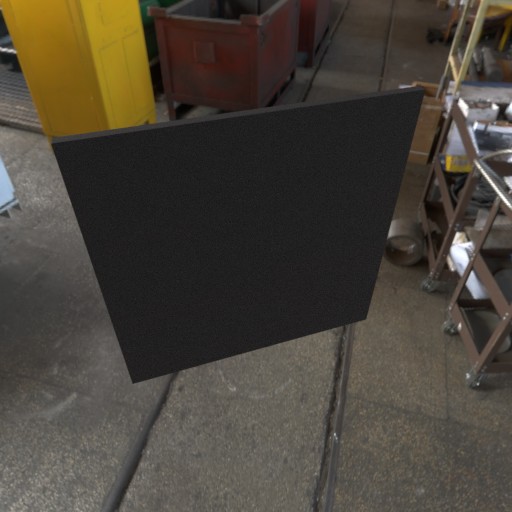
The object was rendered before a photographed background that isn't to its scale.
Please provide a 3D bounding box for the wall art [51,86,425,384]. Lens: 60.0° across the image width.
[{"bbox_3d":[0.000,0.000,0.675,0.456,0.458,0.013,-13,44,-14],"label":"wall art"}]
